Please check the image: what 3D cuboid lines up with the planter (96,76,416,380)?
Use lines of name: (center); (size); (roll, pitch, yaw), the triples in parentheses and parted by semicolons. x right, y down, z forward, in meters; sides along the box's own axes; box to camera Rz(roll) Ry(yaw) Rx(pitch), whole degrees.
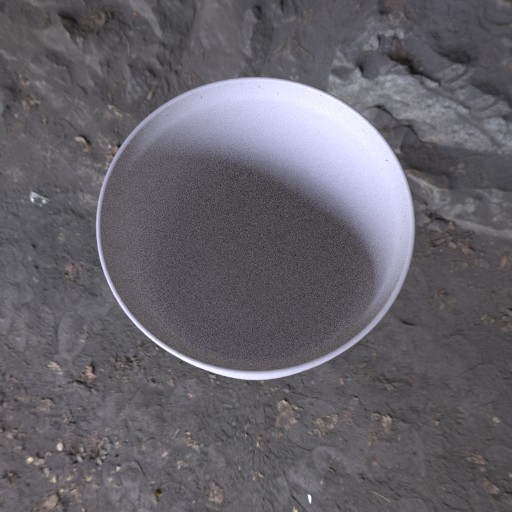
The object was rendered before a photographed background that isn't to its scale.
planter: (0.000, 0.000, 0.498); (0.268, 0.270, 0.268); (0, 74, 0)
